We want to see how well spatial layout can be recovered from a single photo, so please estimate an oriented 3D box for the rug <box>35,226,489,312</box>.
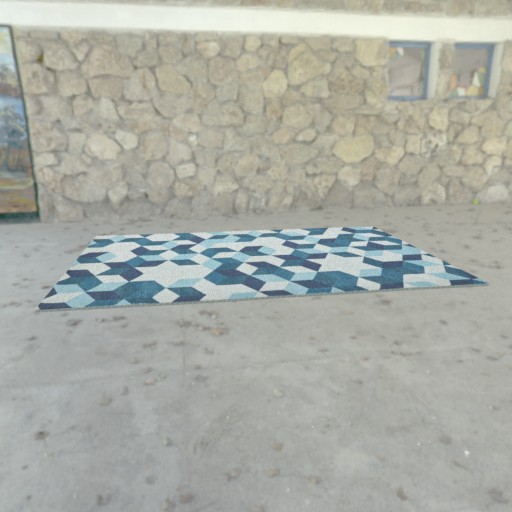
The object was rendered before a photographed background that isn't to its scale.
[{"bbox_3d":[0.000,0.000,2.336,1.829,0.014,1.235,-2,16,-9],"label":"rug"}]
